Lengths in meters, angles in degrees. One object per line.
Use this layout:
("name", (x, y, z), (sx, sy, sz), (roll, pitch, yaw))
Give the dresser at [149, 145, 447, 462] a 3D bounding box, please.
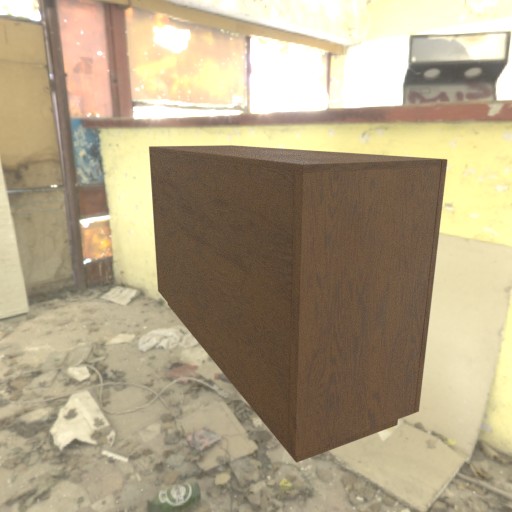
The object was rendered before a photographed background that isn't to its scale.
("dresser", (0.000, 0.000, 1.922), (0.512, 0.889, 1.523), (-8, 17, -25))
